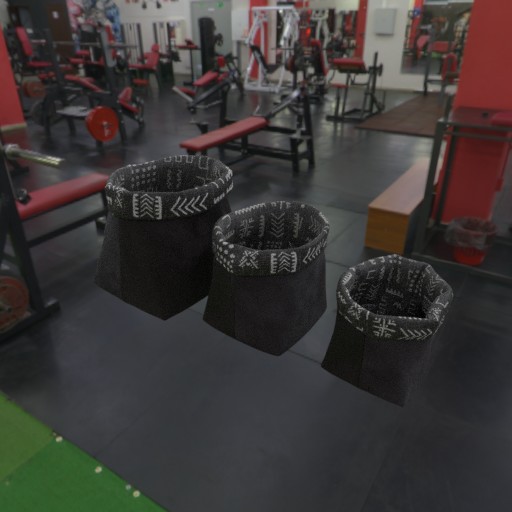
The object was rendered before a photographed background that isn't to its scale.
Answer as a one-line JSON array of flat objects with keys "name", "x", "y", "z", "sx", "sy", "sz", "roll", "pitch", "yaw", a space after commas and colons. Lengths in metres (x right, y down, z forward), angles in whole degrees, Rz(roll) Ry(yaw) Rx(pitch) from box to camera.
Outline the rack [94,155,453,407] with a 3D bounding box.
[{"name": "rack", "x": 0.000, "y": 0.000, "z": 1.091, "sx": 0.905, "sy": 0.323, "sz": 0.379, "roll": 19, "pitch": 34, "yaw": 31}]
